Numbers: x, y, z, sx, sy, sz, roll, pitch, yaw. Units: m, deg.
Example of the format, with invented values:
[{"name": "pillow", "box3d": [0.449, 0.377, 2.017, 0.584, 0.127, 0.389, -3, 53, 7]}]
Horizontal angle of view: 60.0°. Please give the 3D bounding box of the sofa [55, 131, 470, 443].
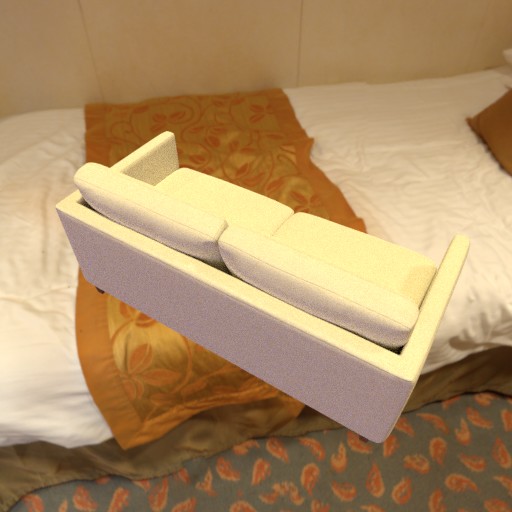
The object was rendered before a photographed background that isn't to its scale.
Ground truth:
[{"name": "sofa", "box3d": [0.000, 0.000, 2.459, 1.981, 0.889, 0.965, 24, 50, 22]}]
